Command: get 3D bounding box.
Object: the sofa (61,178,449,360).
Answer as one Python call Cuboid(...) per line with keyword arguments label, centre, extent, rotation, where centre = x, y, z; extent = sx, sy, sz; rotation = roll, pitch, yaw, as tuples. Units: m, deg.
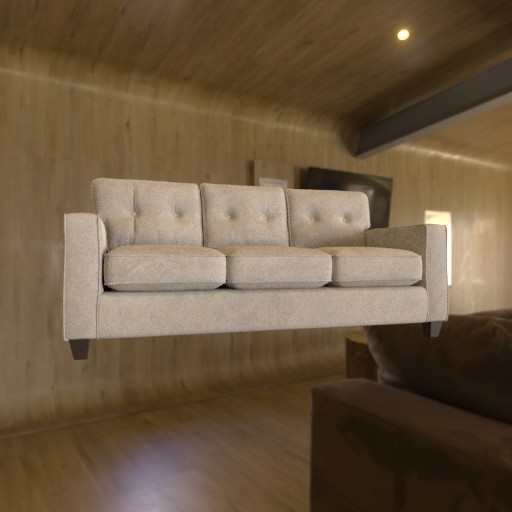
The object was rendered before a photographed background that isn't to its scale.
Cuboid(label="sofa", centre=(0.000, 0.000, 2.724), extent=(2.133, 0.965, 0.939), rotation=(0, -1, -18))
